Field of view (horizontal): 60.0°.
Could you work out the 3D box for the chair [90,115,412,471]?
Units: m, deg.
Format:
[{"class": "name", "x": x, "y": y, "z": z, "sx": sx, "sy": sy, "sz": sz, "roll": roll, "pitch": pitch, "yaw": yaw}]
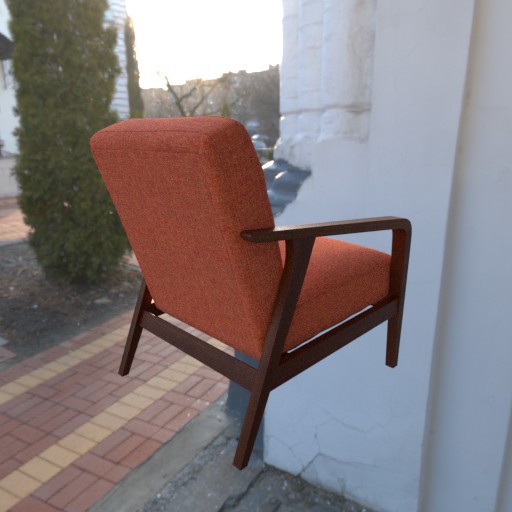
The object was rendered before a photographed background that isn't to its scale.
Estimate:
[{"class": "chair", "x": 0.000, "y": 0.000, "z": 1.514, "sx": 0.860, "sy": 0.890, "sz": 0.719, "roll": -14, "pitch": 20, "yaw": -42}]
